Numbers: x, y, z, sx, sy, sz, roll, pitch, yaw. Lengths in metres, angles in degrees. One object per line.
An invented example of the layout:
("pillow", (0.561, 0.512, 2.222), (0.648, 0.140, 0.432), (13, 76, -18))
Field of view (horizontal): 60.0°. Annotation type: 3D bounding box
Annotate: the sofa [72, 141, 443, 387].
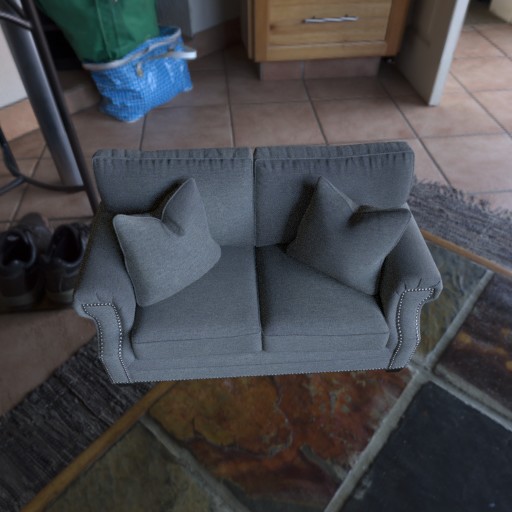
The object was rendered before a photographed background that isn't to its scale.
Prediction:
("sofa", (0.000, 0.000, 2.317), (1.701, 0.966, 0.966), (-2, 45, -2))
